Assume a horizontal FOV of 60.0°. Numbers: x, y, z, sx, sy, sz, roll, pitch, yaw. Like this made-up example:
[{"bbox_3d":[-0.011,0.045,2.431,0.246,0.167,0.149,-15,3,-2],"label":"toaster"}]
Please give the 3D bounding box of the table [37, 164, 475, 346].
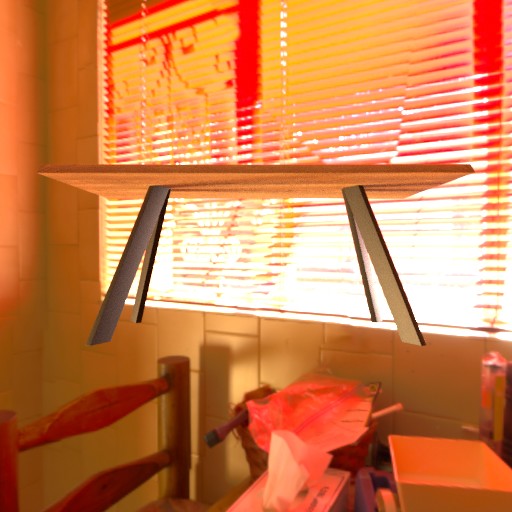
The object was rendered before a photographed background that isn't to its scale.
[{"bbox_3d":[0.000,0.000,2.266,1.800,0.770,0.900,0,1,0],"label":"table"}]
